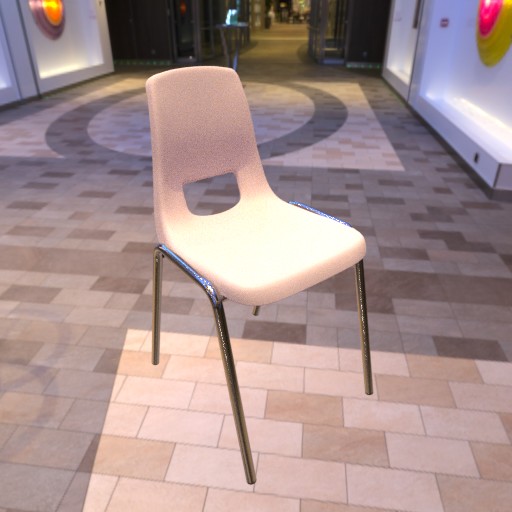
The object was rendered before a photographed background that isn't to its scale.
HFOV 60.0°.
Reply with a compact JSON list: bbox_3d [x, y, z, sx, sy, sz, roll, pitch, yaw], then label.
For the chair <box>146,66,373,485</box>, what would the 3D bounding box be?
[{"bbox_3d":[0.000,0.000,0.935,0.381,0.704,0.436,-22,36,-33],"label":"chair"}]
